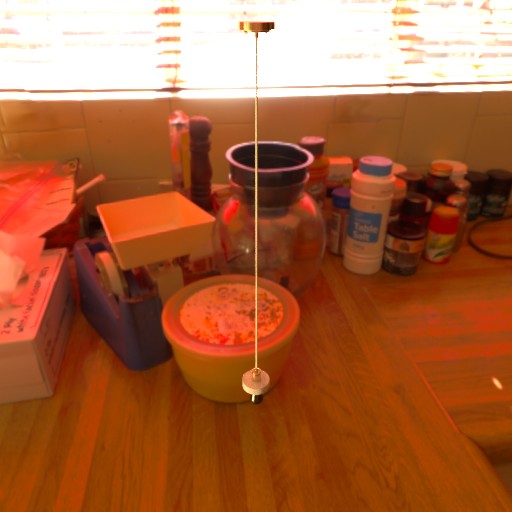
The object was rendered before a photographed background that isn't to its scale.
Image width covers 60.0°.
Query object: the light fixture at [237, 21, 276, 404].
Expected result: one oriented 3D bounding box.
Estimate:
[{"bbox_3d":[0.000,0.000,1.783,0.129,1.669,0.129,-21,36,-32],"label":"light fixture"}]
